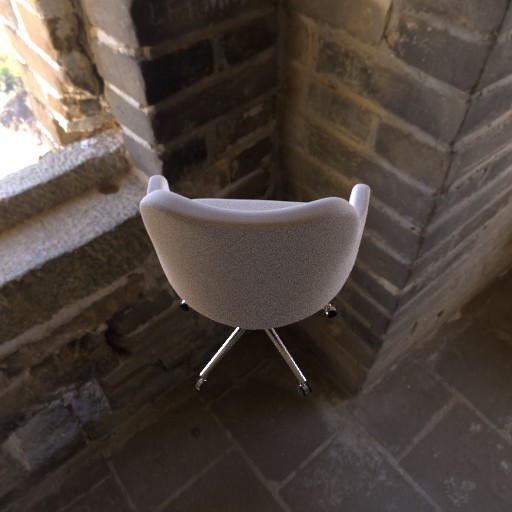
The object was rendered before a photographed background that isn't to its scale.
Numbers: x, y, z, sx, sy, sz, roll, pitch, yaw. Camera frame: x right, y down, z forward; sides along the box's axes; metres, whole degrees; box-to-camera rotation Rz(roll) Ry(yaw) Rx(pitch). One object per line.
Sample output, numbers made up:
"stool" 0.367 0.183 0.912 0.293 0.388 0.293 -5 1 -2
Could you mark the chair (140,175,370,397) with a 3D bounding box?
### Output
"chair" 0.000 0.000 1.256 0.602 0.819 0.647 3 46 3
